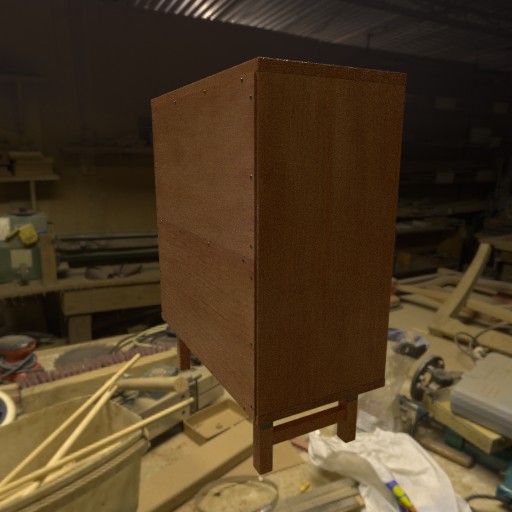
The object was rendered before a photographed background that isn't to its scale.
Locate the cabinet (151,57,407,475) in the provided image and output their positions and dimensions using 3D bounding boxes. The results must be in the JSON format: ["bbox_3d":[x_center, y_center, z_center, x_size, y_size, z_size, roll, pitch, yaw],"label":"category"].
[{"bbox_3d":[0.000,0.000,1.411,0.419,1.001,0.800,-7,15,-27],"label":"cabinet"}]
